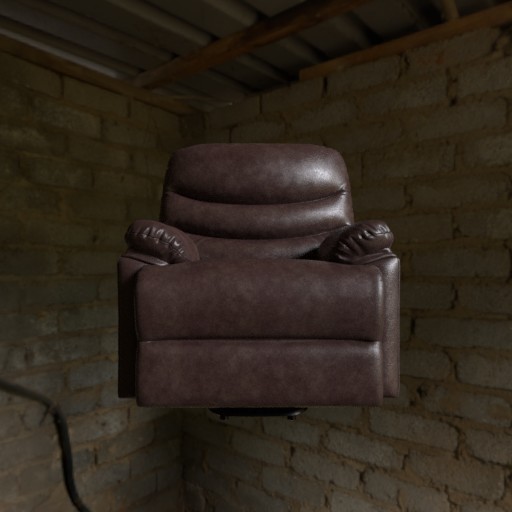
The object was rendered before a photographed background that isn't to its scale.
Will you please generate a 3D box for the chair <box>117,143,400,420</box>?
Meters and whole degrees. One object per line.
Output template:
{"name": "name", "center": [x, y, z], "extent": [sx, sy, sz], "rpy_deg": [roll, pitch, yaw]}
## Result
{"name": "chair", "center": [0.000, 0.000, 1.747], "extent": [0.940, 1.041, 0.879], "rpy_deg": [0, -1, -1]}
